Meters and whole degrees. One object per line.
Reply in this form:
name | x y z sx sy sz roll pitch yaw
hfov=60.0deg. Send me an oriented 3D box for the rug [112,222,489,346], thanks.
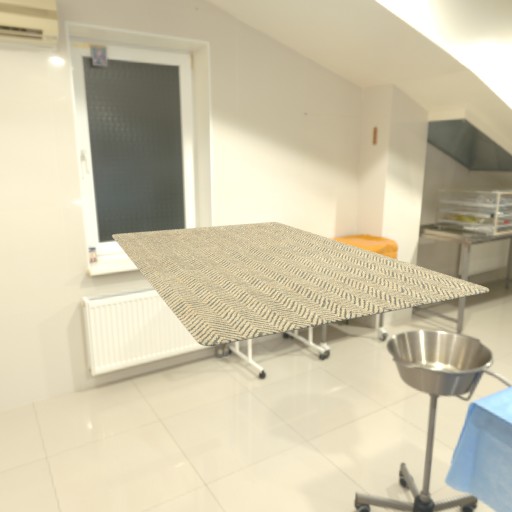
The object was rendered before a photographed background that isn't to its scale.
rug | 0.000 0.000 2.193 1.144 0.008 1.752 -6 15 -24
